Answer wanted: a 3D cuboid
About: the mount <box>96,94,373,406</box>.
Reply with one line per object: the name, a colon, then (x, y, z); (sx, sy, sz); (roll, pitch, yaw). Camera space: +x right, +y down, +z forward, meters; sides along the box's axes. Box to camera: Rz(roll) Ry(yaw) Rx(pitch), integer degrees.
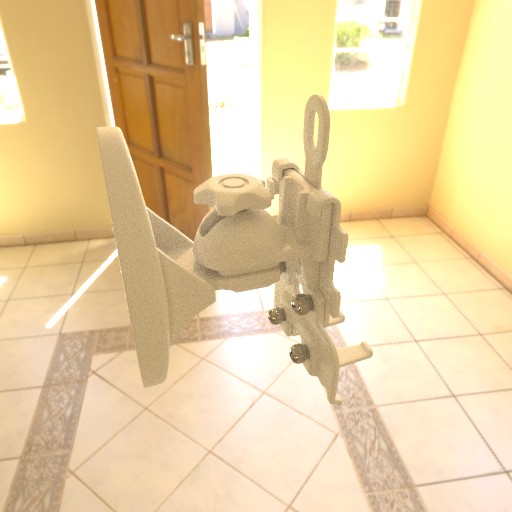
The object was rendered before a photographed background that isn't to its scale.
mount: (0.000, 0.000, 0.173); (0.100, 0.118, 0.066); (-10, 33, -16)
